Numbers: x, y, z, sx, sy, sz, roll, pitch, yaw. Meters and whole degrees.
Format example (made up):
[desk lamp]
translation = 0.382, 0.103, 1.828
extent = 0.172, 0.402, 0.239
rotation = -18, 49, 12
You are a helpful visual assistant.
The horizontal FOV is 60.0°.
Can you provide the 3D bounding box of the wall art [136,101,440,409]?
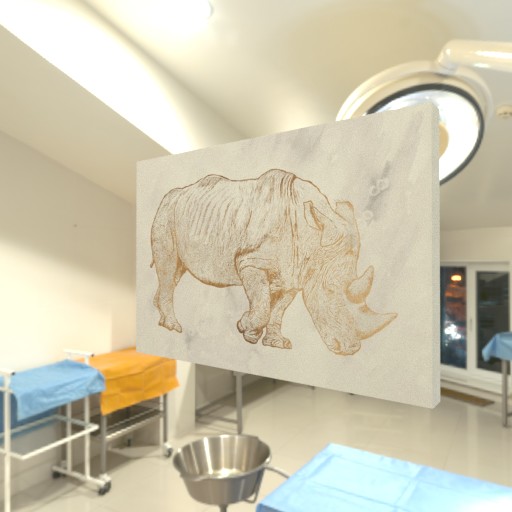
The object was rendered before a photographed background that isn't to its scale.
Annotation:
[wall art]
translation = 0.000, 0.000, 0.783
extent = 0.609, 0.407, 0.038
rotation = 0, -1, 36
